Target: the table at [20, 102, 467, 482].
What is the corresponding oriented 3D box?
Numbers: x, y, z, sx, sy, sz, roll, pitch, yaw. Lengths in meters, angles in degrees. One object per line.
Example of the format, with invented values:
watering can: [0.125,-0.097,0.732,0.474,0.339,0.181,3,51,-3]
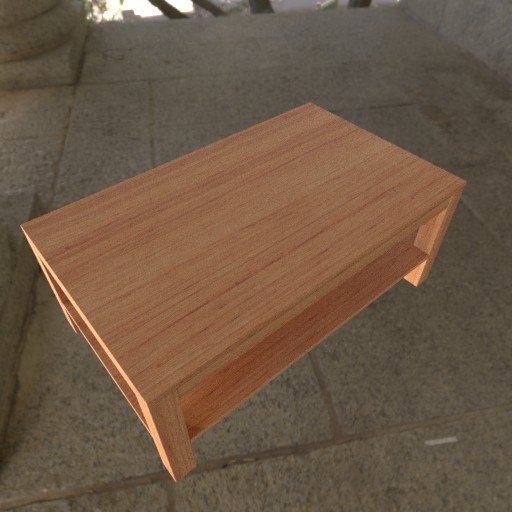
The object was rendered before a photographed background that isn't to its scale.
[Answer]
table: [0.000,0.000,1.479,1.146,0.457,0.695,-31,53,-27]
